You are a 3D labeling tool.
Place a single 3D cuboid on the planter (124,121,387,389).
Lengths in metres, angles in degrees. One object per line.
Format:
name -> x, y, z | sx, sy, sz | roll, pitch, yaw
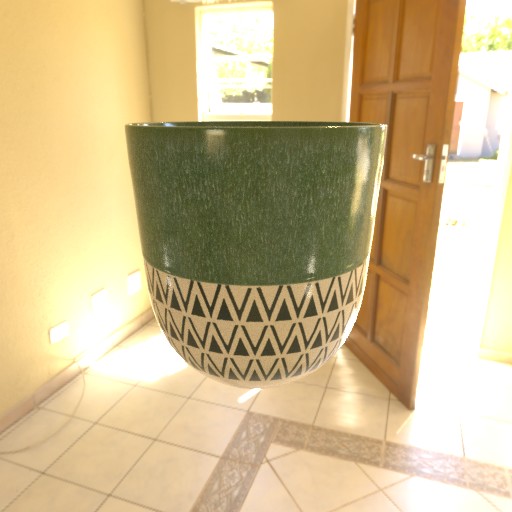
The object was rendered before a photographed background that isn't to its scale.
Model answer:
planter -> 0.000, 0.000, 0.373 | 0.195, 0.214, 0.195 | 0, 18, 0
